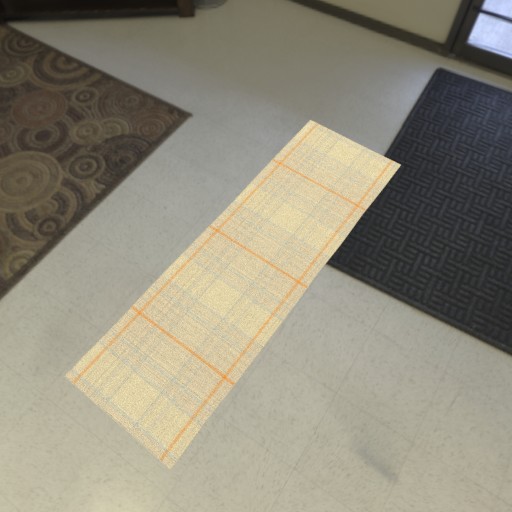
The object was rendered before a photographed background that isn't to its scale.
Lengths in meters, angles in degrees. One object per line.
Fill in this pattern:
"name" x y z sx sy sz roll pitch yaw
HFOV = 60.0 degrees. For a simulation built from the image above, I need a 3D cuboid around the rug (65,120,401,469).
"rug" 0.000 0.000 2.777 0.770 0.016 2.442 32 65 18
